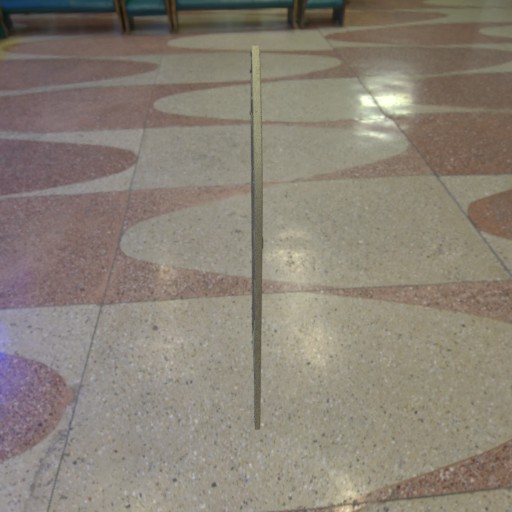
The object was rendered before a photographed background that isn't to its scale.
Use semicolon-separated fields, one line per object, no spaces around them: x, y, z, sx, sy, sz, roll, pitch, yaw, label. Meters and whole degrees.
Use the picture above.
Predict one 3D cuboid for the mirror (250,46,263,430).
0.000;0.000;1.326;0.025;1.175;0.464;-1;40;-1;mirror
